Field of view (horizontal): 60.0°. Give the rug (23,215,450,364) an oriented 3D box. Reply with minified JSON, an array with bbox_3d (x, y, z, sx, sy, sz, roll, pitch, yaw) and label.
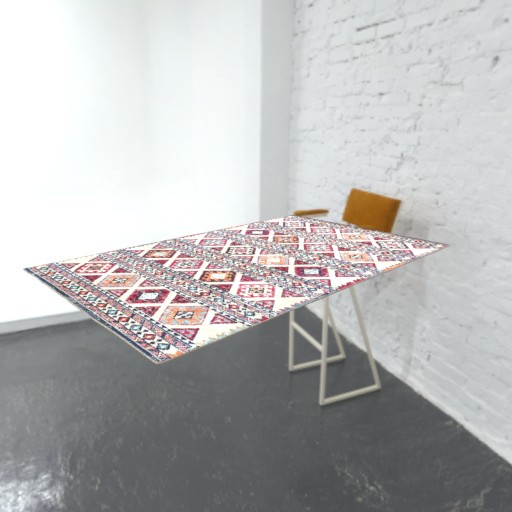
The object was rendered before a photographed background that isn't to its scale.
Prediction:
[{"bbox_3d":[0.000,0.000,2.946,2.440,0.010,1.545,-15,22,-41],"label":"rug"}]
